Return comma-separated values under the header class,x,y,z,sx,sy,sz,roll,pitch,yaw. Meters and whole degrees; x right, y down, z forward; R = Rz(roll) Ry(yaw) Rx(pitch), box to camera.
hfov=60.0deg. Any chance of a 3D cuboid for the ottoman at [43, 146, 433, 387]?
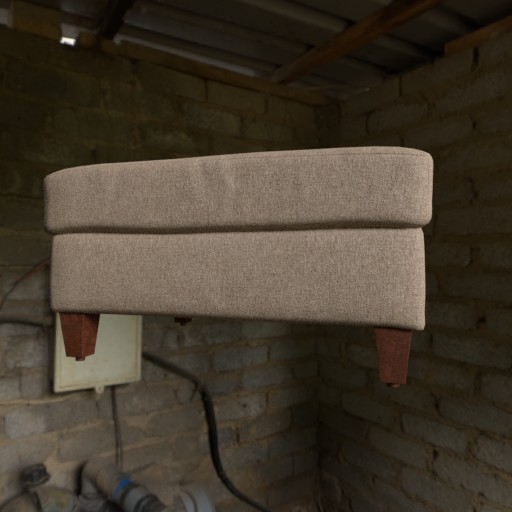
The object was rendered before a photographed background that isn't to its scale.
class,x,y,z,sx,sy,sz,roll,pitch,yaw
ottoman,0.000,0.000,1.249,0.889,0.511,0.692,0,0,17
